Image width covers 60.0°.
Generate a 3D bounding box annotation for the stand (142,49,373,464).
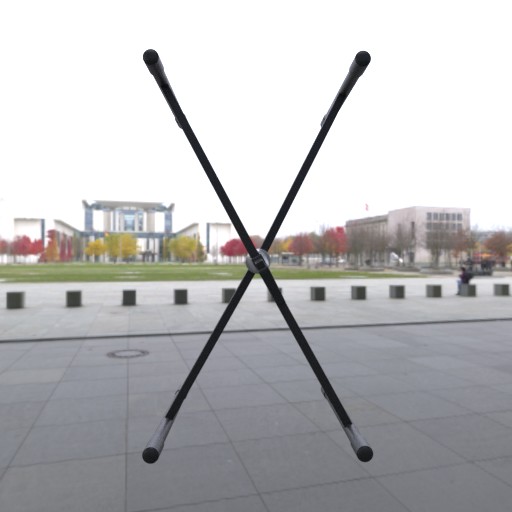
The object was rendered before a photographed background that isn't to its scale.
[{"bbox_3d":[0.000,0.000,1.205,0.503,0.900,0.495,0,0,-1],"label":"stand"}]
